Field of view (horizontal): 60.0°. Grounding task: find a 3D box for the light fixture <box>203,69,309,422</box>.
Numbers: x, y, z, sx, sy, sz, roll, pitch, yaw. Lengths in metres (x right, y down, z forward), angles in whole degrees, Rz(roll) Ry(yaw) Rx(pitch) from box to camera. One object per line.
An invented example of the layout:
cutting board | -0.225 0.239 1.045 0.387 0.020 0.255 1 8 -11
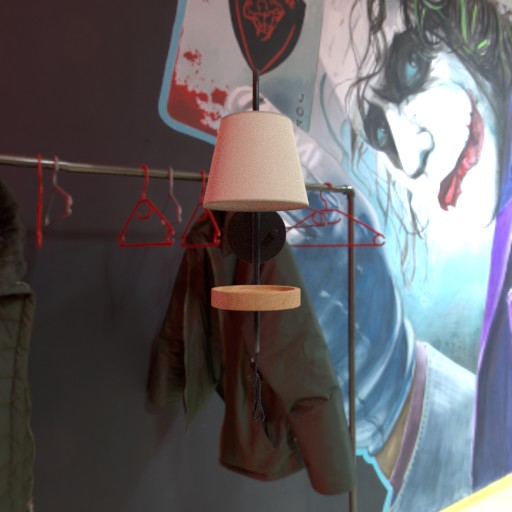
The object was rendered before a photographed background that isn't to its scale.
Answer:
light fixture | 0.000 0.000 0.963 0.220 0.821 0.299 0 1 0
